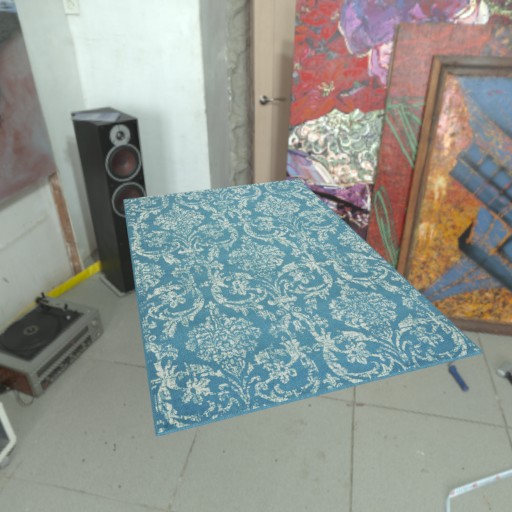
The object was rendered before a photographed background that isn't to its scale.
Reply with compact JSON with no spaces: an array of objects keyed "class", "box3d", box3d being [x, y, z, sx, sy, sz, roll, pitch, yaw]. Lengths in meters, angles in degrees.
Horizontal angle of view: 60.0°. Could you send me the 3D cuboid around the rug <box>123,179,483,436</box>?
[{"class":"rug","box3d":[0.000,0.000,3.373,1.816,0.018,2.746,-9,32,-15]}]
